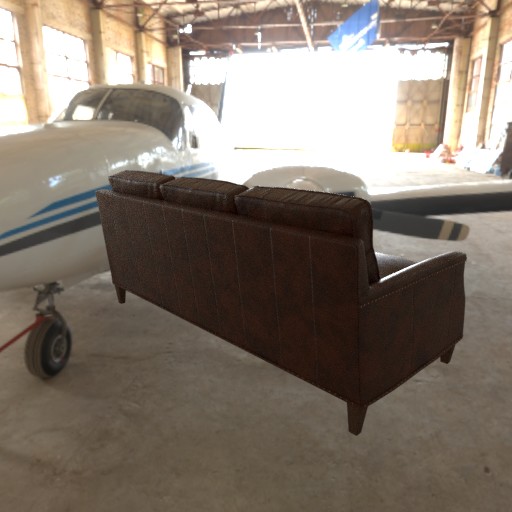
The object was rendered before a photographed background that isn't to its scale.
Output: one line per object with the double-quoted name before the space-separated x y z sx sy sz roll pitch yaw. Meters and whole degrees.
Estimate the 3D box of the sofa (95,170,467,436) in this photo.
"sofa" 0.000 0.000 2.786 1.084 1.003 2.240 -14 21 -42
